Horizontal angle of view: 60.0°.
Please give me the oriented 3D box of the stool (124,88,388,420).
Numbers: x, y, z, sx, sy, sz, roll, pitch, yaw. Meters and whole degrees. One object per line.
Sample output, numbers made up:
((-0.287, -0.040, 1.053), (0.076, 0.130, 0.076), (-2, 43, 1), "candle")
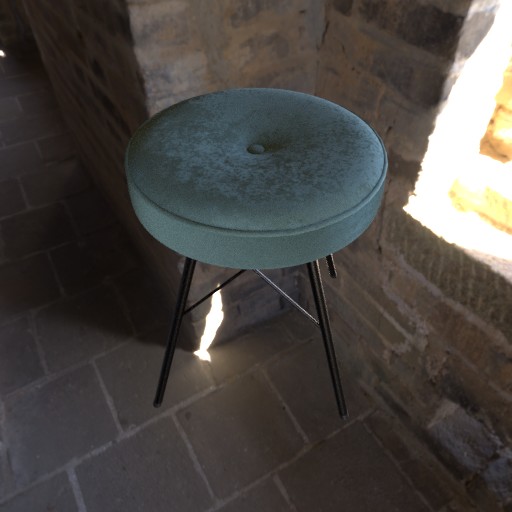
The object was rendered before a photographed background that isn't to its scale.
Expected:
((0.000, 0.000, 0.866), (0.458, 0.519, 0.457), (9, 46, 9), "stool")
